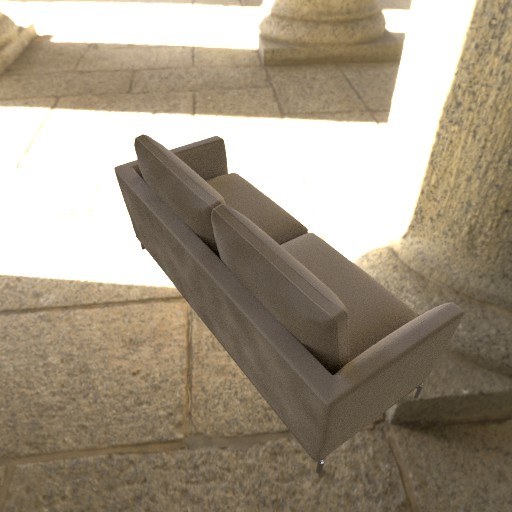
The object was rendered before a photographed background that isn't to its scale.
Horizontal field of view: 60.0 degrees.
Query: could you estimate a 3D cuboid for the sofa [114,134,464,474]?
[{"bbox_3d":[0.000,0.000,2.704,0.868,1.005,2.214,-25,47,-26],"label":"sofa"}]
